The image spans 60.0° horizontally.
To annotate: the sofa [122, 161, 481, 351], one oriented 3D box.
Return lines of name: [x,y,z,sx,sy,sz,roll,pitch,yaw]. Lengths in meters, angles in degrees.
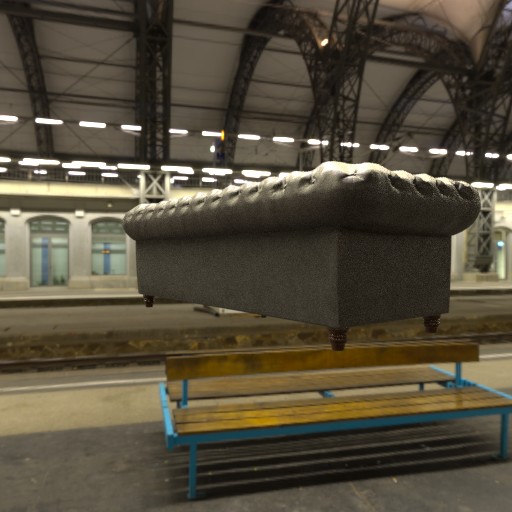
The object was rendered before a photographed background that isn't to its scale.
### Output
sofa: [0.000,0.000,2.781,0.944,0.783,2.385,0,0,-37]
